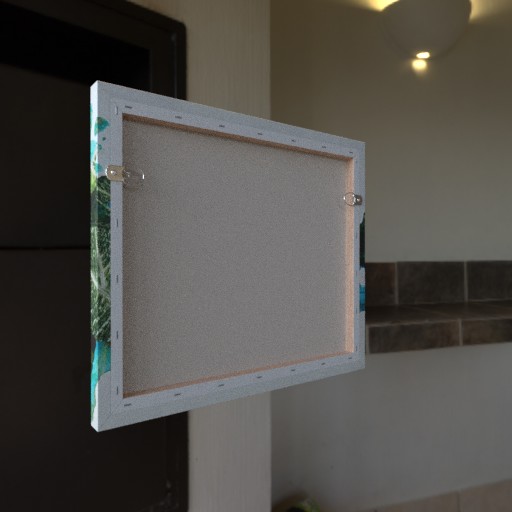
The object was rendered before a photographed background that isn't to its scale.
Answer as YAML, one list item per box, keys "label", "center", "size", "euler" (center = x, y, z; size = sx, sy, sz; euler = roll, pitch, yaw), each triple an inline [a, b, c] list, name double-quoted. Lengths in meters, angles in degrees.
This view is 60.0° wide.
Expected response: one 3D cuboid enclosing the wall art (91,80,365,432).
- label: "wall art"
  center: [0.000, 0.000, 0.994]
  size: [0.711, 0.610, 0.043]
  euler: [0, 0, -37]
